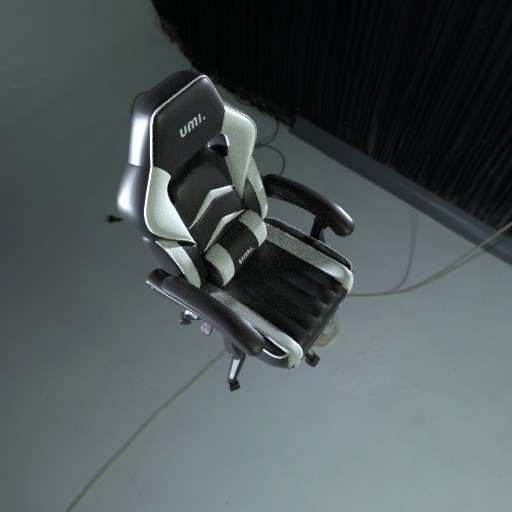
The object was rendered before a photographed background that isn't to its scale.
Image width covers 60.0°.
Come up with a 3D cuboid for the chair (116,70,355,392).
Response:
[{"bbox_3d":[0.000,0.000,1.632,0.700,1.200,0.676,32,63,18],"label":"chair"}]
